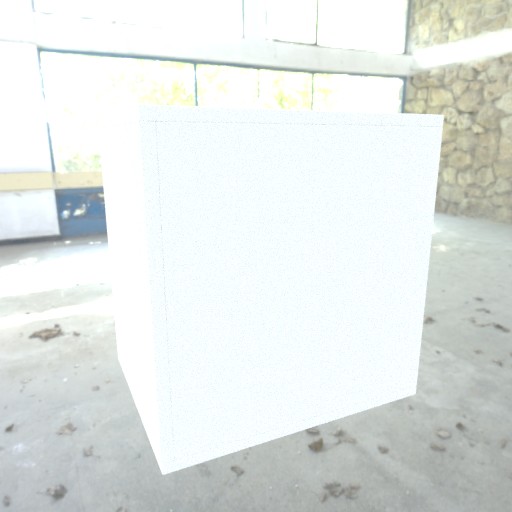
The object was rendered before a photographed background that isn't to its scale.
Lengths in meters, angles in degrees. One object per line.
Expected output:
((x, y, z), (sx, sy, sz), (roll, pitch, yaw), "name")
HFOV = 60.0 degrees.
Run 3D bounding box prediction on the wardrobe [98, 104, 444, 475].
((0.000, 0.000, 0.868), (0.500, 0.520, 0.400), (-7, 16, -25), "wardrobe")
